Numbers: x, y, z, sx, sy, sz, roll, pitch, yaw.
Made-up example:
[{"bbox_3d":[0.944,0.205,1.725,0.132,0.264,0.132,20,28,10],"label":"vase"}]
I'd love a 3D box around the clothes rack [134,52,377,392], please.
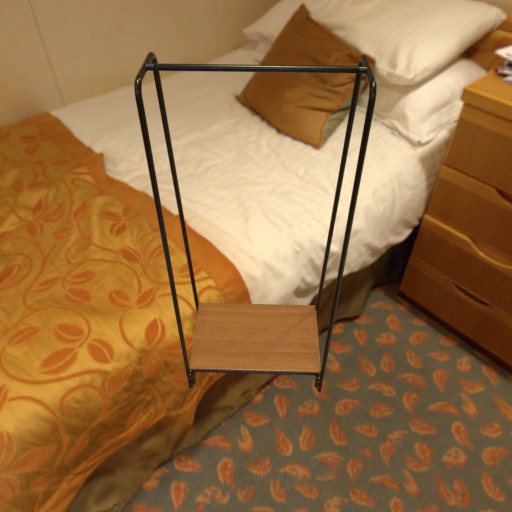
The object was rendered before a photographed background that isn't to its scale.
[{"bbox_3d":[0.000,0.000,1.756,0.640,1.500,0.400,1,45,1],"label":"clothes rack"}]
